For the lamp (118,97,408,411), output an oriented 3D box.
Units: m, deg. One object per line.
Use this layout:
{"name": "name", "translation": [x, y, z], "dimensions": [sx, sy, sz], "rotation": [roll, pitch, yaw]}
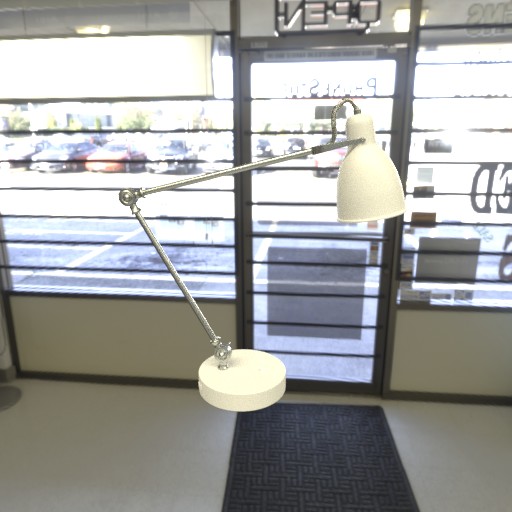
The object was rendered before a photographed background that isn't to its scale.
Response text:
{"name": "lamp", "translation": [0.000, 0.000, 0.879], "dimensions": [0.561, 0.587, 0.187], "rotation": [2, 16, 9]}
